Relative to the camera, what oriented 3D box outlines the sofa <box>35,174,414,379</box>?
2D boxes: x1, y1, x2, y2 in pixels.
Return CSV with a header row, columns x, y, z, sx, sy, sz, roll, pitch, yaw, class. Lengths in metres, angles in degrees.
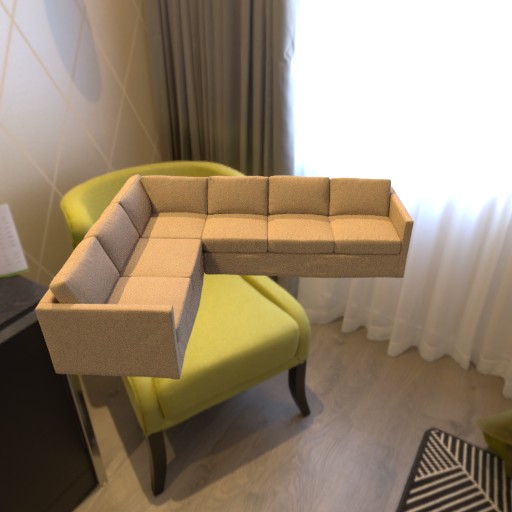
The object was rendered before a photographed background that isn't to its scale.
x,y,z,sx,sy,sz,roll,pitch,yaw,class
0.000,0.000,4.354,3.182,0.871,2.432,1,31,1,sofa
